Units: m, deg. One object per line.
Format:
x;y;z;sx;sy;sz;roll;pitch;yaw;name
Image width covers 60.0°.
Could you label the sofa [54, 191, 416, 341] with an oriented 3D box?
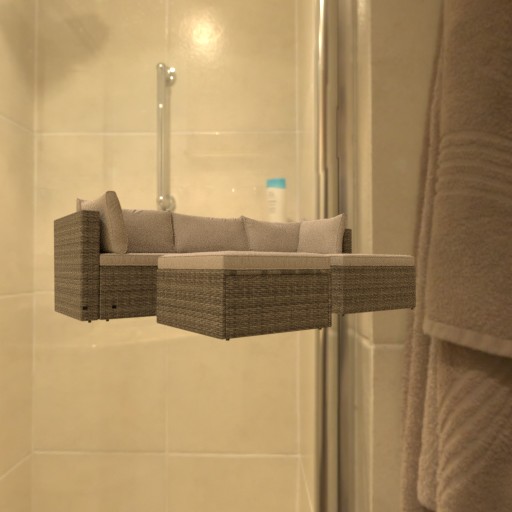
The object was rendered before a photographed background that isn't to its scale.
0.000;0.000;2.977;2.192;0.766;1.662;1;-2;-36;sofa
